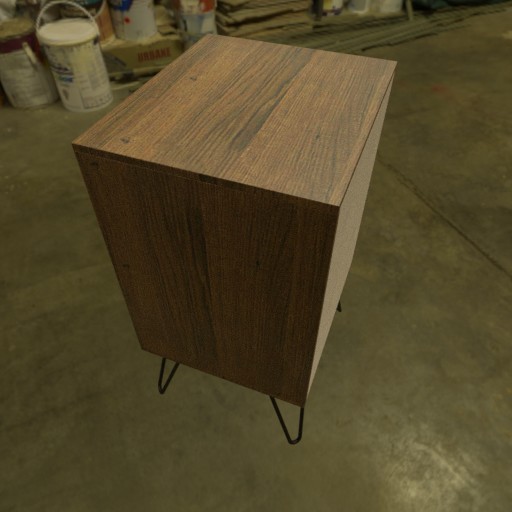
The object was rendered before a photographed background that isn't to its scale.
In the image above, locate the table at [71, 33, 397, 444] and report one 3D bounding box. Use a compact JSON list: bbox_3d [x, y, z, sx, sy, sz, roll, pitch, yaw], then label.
[{"bbox_3d":[0.000,0.000,1.148,0.457,0.866,0.526,16,48,15],"label":"table"}]
